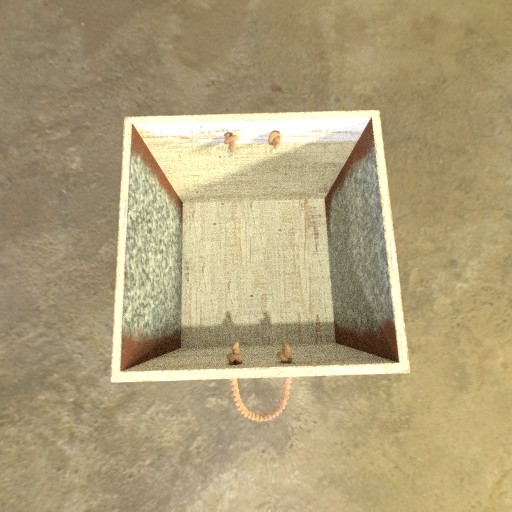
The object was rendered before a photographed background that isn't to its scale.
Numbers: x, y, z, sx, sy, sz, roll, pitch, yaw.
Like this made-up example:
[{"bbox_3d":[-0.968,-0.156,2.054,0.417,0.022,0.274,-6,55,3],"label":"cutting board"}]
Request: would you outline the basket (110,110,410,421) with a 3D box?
[{"bbox_3d":[0.000,0.000,0.782,0.413,0.247,0.545,-2,75,0],"label":"basket"}]
